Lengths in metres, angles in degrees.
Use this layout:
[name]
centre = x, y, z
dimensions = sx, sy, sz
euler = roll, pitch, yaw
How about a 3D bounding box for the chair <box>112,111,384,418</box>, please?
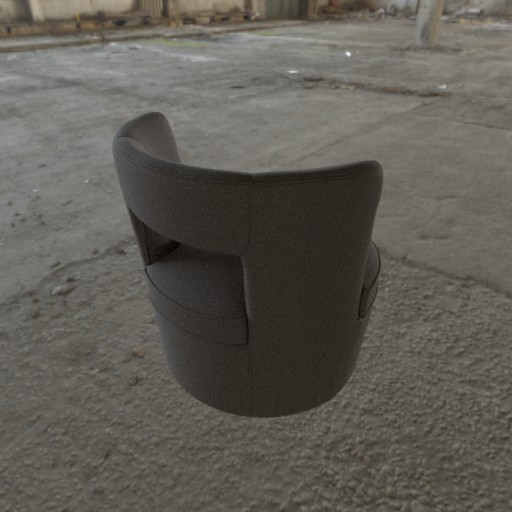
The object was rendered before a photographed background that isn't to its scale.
[chair]
centre = 0.000, 0.000, 1.247
dimensions = 0.689, 0.719, 0.660
euler = 23, 38, 33
